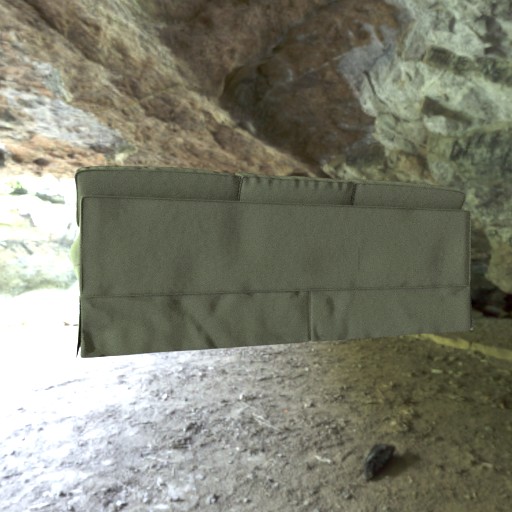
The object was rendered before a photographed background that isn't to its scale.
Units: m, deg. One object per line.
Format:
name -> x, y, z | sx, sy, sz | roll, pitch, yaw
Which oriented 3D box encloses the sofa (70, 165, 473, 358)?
sofa -> 0.000, 0.000, 3.306 | 2.475, 0.978, 1.733 | 0, 0, -19
